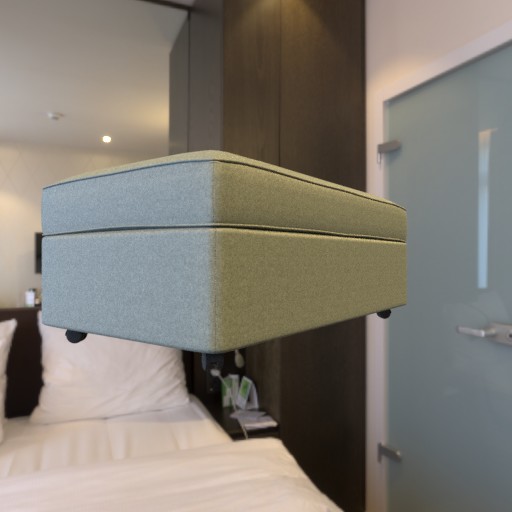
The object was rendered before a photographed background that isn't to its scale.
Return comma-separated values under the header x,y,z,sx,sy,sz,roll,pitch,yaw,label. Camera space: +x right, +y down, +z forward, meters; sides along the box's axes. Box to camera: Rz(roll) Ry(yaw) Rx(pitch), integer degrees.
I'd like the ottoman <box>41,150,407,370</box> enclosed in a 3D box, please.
x,y,z,sx,sy,sz,roll,pitch,yaw,label
0.000,0.000,1.516,0.681,0.494,1.173,0,0,37,ottoman
